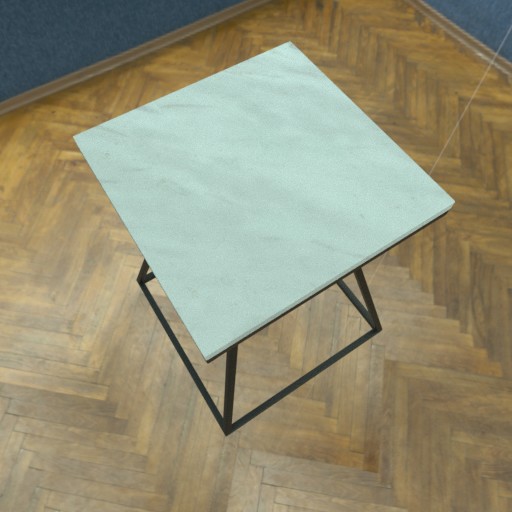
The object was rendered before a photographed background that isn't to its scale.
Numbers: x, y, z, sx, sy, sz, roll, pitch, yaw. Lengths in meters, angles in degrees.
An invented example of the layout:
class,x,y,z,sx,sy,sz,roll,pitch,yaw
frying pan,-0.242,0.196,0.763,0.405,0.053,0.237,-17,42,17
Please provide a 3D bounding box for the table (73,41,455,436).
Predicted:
class,x,y,z,sx,sy,sz,roll,pitch,yaw
table,0.000,0.000,0.895,0.455,0.559,0.455,-30,66,-15
